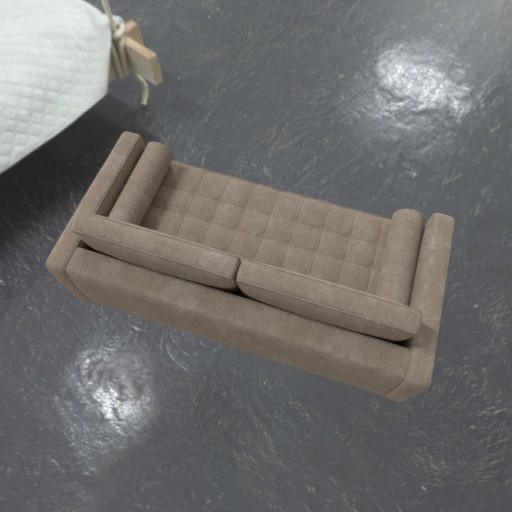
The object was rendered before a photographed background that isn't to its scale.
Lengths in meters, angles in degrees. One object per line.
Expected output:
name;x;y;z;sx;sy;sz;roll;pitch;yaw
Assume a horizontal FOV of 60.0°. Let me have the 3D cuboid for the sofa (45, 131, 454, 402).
sofa;0.000;0.000;2.348;1.883;0.769;0.920;16;65;8
